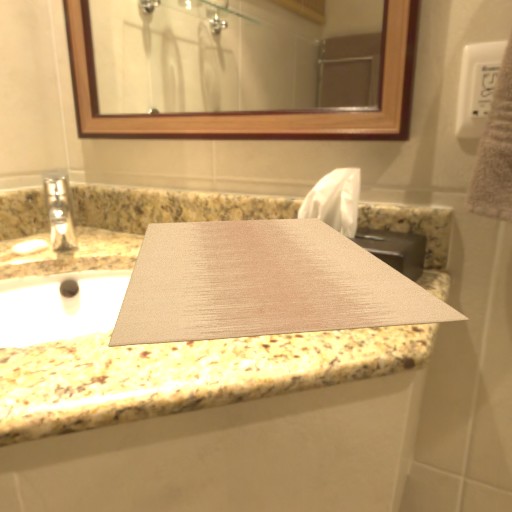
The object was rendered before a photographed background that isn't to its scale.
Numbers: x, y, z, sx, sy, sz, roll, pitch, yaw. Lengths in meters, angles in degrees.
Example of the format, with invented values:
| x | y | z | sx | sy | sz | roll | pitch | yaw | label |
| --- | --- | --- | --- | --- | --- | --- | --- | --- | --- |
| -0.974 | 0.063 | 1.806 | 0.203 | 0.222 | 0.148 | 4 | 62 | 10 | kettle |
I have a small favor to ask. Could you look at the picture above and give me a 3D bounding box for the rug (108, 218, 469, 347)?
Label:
| x | y | z | sx | sy | sz | roll | pitch | yaw | label |
| --- | --- | --- | --- | --- | --- | --- | --- | --- | --- |
| 0.000 | 0.000 | 2.344 | 1.234 | 0.006 | 1.850 | -3 | 16 | -9 | rug |
